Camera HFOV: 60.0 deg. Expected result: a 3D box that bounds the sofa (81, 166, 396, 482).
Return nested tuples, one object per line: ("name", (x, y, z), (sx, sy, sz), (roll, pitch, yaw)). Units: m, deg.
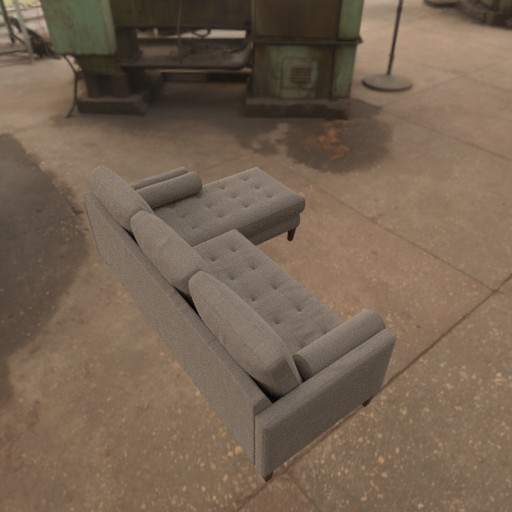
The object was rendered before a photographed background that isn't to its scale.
("sofa", (0.000, 0.000, 2.925), (1.506, 0.875, 2.178), (-25, 46, -27))
